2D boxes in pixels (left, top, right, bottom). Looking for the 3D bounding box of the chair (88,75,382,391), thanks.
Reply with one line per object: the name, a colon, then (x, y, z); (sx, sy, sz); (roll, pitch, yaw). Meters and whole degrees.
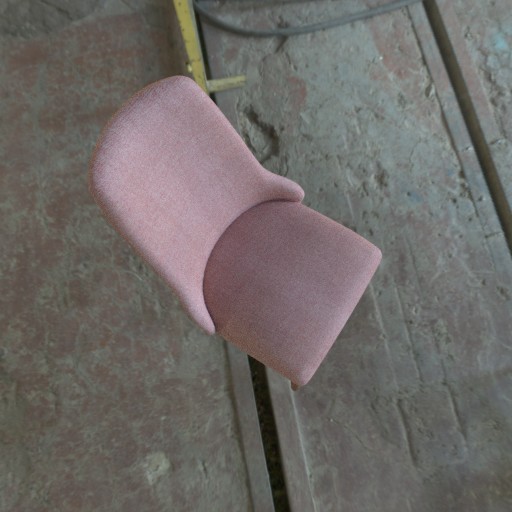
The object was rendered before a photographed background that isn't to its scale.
chair: (0.000, 0.000, 1.322); (0.707, 0.918, 0.535); (33, 78, 8)
